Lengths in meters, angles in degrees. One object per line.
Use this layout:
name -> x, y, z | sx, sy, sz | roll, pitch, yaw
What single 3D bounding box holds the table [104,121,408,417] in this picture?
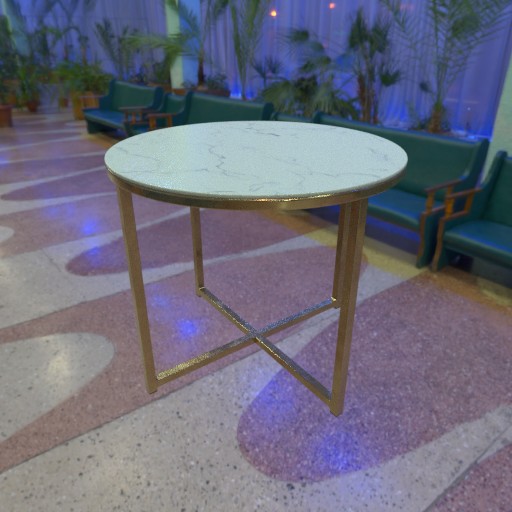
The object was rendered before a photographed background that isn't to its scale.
table -> 0.000, 0.000, 0.858 | 0.500, 0.420, 0.500 | 0, 27, 0
